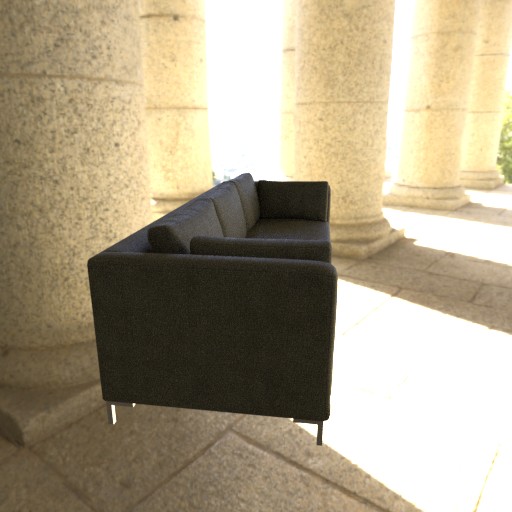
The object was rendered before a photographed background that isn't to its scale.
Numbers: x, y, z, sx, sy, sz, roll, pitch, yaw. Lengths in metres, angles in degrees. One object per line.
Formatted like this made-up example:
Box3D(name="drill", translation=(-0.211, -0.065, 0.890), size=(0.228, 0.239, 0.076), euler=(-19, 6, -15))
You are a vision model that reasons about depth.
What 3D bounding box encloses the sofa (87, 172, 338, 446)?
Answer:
Box3D(name="sofa", translation=(0.000, 0.000, 2.872), size=(0.969, 0.867, 2.415), euler=(2, 17, 8))
